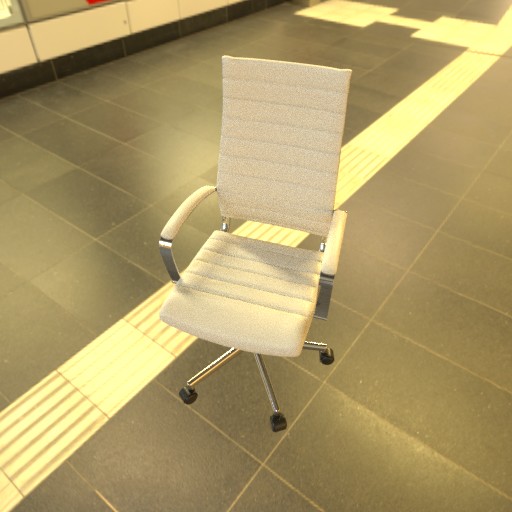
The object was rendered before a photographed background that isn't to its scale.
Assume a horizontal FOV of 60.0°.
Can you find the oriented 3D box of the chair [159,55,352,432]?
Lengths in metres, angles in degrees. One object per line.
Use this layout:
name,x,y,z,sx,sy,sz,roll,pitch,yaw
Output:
chair,0.000,0.000,1.585,0.679,1.149,0.679,12,43,13
